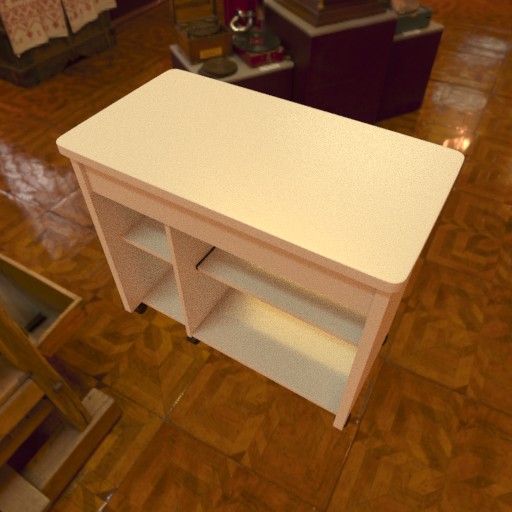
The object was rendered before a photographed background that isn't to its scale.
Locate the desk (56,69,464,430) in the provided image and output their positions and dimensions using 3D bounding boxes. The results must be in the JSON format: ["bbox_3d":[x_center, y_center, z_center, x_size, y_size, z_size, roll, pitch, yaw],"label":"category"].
[{"bbox_3d":[0.000,0.000,1.336,0.877,0.763,0.475,24,52,20],"label":"desk"}]
